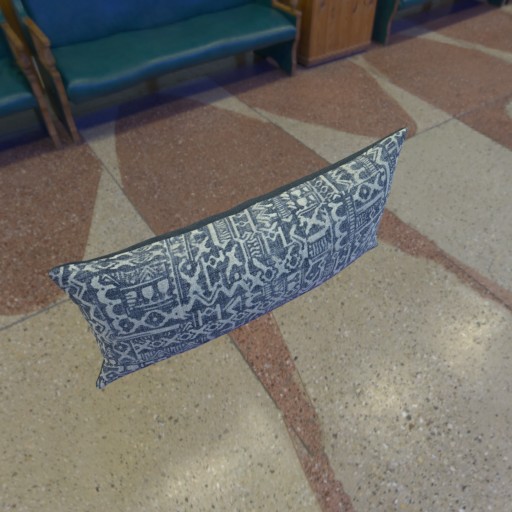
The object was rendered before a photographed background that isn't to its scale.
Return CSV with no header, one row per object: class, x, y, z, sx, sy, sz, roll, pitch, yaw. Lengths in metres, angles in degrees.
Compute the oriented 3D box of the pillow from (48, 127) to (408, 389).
pillow,0.000,0.000,0.751,0.631,0.292,0.148,-25,52,-21
